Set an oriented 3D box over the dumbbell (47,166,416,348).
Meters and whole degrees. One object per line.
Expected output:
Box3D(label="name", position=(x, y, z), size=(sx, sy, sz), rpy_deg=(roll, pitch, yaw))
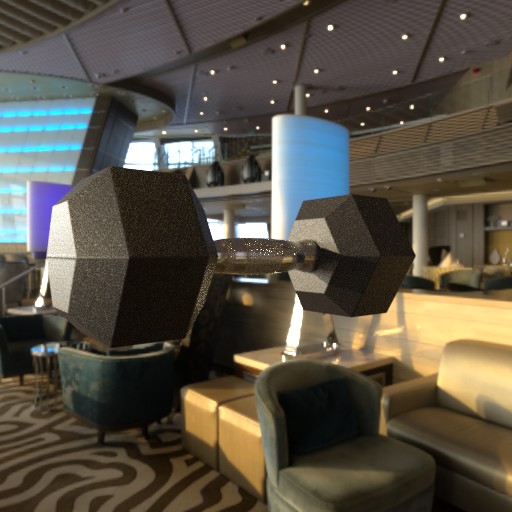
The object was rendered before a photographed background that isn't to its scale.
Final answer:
Box3D(label="dumbbell", position=(0.000, 0.000, 0.379), size=(0.315, 0.113, 0.129), rpy_deg=(0, 0, -36))
